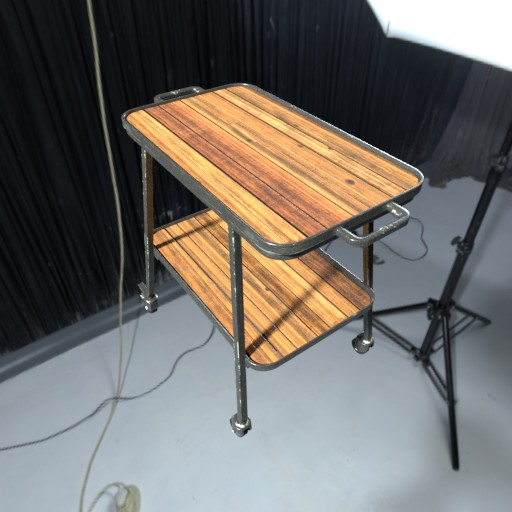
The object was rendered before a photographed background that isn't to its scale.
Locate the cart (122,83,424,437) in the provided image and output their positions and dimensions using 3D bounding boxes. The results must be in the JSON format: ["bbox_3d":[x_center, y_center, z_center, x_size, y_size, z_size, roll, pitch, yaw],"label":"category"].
[{"bbox_3d":[0.000,0.000,1.256,0.515,0.700,0.806,-25,47,-26],"label":"cart"}]
